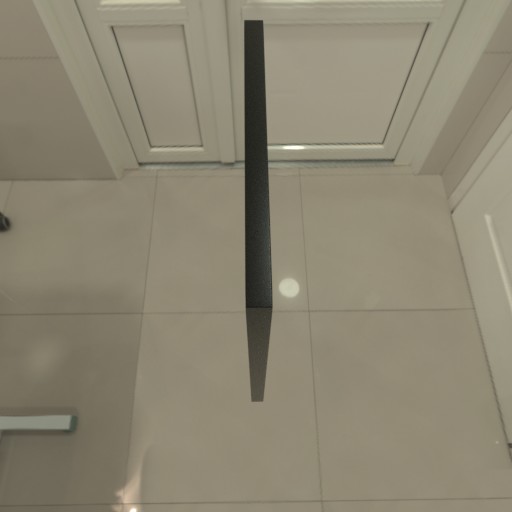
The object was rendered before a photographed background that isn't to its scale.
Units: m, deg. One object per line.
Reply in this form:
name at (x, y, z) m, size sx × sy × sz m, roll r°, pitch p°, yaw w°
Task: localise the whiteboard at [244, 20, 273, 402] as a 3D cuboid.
whiteboard at (0.000, 0.000, 0.778) m, size 0.026 × 0.611 × 0.406 m, roll -1°, pitch 64°, yaw 0°
